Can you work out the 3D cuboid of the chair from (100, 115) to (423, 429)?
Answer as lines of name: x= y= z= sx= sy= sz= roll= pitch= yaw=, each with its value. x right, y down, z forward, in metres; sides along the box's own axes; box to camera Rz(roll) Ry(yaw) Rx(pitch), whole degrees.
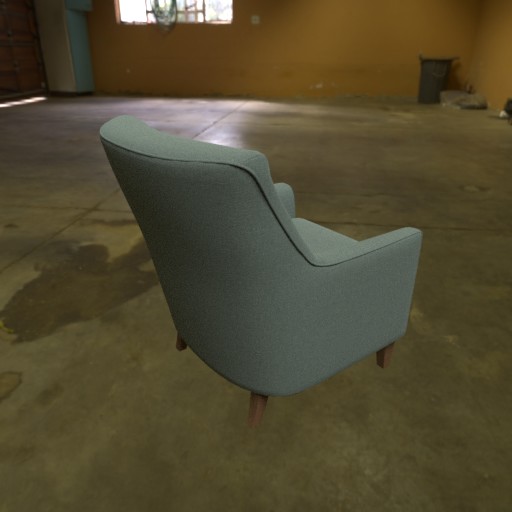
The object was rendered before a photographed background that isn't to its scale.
chair: x=0.000 y=0.000 z=1.547 sx=0.879 sy=0.916 sz=0.756 roll=-17 pitch=30 yaw=-33
